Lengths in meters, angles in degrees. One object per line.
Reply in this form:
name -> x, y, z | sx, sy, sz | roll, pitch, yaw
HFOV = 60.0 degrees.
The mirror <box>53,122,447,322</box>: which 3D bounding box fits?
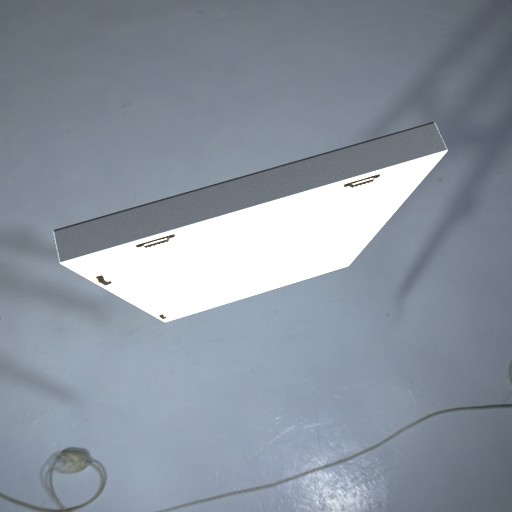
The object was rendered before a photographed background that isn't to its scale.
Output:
mirror -> 0.000, 0.000, 0.692 | 0.406, 0.509, 0.041 | -17, 76, -4
